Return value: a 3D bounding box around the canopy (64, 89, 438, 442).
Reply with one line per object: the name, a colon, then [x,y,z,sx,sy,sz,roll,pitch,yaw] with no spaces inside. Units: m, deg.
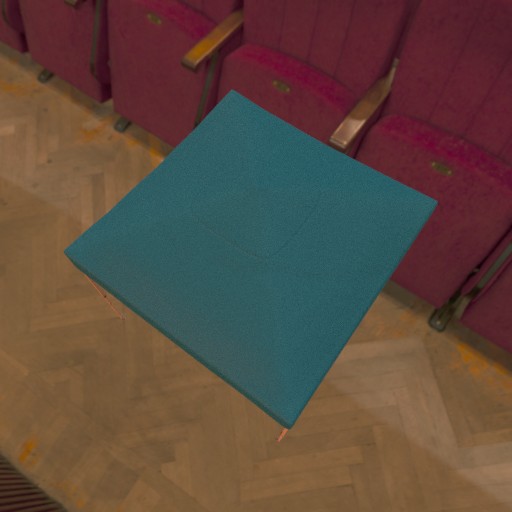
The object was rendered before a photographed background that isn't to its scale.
canopy: [0.000,0.000,5.566,2.998,2.997,2.996,33,68,15]
